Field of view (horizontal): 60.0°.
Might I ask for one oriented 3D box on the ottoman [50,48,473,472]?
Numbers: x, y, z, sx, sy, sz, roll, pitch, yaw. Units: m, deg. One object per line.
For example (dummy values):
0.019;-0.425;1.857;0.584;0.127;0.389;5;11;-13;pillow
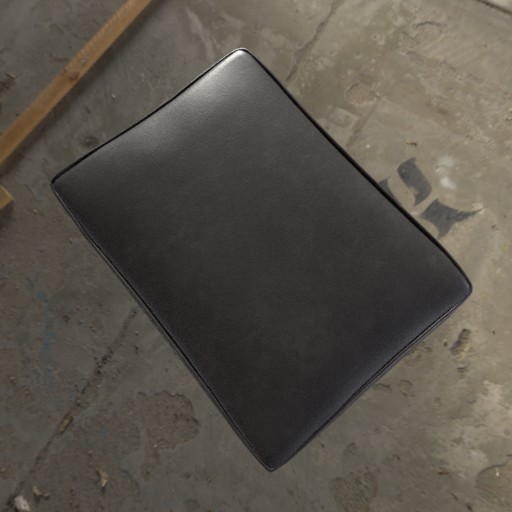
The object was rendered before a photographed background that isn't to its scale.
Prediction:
0.000;0.000;1.091;0.554;0.445;0.756;-39;79;-9;ottoman
